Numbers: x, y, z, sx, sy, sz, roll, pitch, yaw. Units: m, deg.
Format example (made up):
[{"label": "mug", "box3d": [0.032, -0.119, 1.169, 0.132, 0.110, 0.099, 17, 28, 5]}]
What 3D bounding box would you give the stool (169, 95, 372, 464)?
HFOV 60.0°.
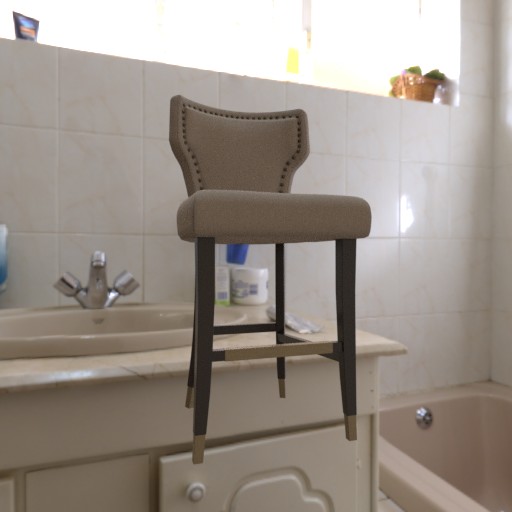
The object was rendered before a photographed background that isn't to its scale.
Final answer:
[{"label": "stool", "box3d": [0.000, 0.000, 1.437, 0.526, 1.092, 0.563, 0, 0, -18]}]
